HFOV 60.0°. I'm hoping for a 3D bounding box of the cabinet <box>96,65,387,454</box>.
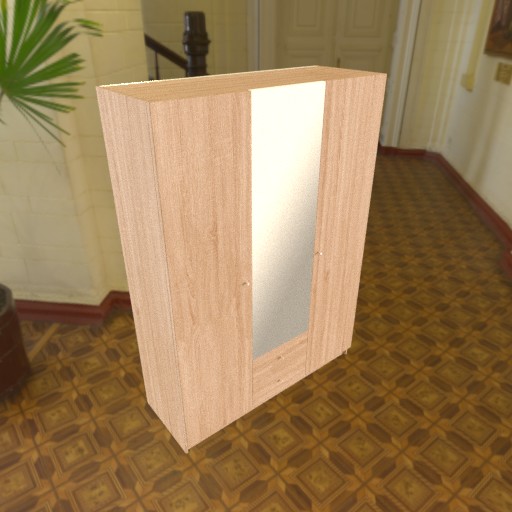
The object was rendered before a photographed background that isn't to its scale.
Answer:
[{"bbox_3d":[0.000,0.000,2.845,1.500,2.120,0.590,-21,35,-33],"label":"cabinet"}]
